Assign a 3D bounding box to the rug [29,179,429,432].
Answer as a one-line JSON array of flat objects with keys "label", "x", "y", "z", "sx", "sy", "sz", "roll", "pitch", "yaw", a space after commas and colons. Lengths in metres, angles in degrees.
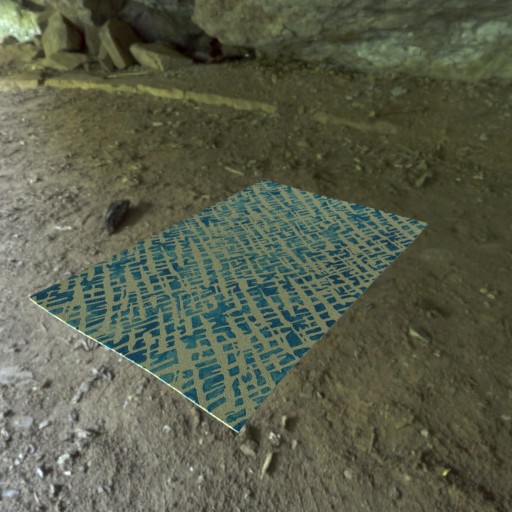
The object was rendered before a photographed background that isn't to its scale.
[{"label": "rug", "x": 0.000, "y": 0.000, "z": 2.321, "sx": 1.209, "sy": 0.011, "sz": 1.830, "roll": 21, "pitch": 37, "yaw": 31}]
